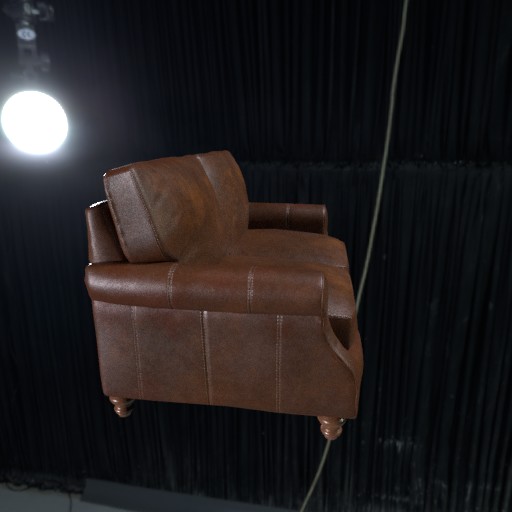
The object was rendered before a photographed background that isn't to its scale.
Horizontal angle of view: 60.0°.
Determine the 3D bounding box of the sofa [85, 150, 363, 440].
[{"bbox_3d":[0.000,0.000,2.185,0.990,0.976,1.616,2,15,8],"label":"sofa"}]
